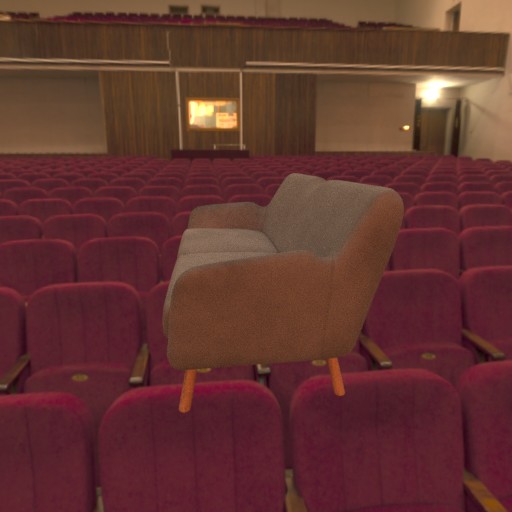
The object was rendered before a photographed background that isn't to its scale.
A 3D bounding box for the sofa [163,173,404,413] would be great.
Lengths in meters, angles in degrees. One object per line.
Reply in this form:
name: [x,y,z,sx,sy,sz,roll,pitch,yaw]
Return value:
sofa: [0.000,0.000,2.347,0.850,0.810,1.870,-1,12,-6]
